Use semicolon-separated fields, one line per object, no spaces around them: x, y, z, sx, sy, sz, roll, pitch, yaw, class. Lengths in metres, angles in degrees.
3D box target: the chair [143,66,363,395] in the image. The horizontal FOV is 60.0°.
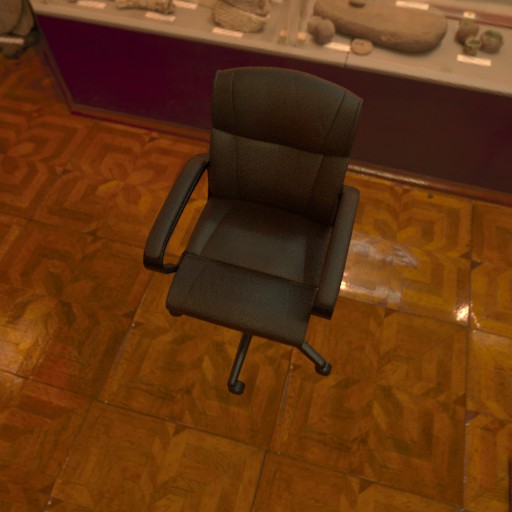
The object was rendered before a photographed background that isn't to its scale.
0.000;0.000;1.529;0.739;1.004;0.717;15;60;9;chair
